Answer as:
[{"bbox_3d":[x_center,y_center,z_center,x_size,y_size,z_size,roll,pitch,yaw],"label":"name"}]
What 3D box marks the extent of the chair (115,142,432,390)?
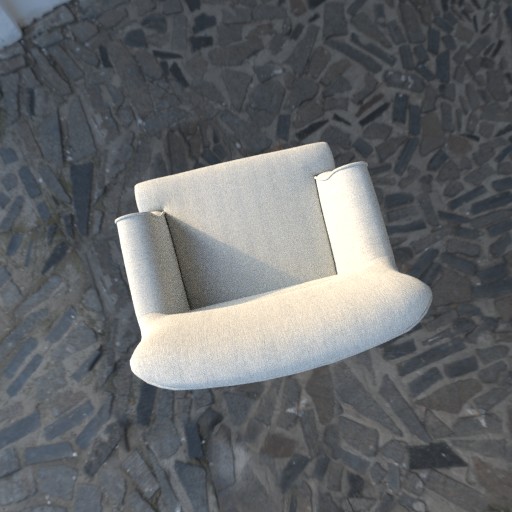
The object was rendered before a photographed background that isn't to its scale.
[{"bbox_3d":[0.000,0.000,1.455,0.781,0.875,0.750,-13,77,-3],"label":"chair"}]
